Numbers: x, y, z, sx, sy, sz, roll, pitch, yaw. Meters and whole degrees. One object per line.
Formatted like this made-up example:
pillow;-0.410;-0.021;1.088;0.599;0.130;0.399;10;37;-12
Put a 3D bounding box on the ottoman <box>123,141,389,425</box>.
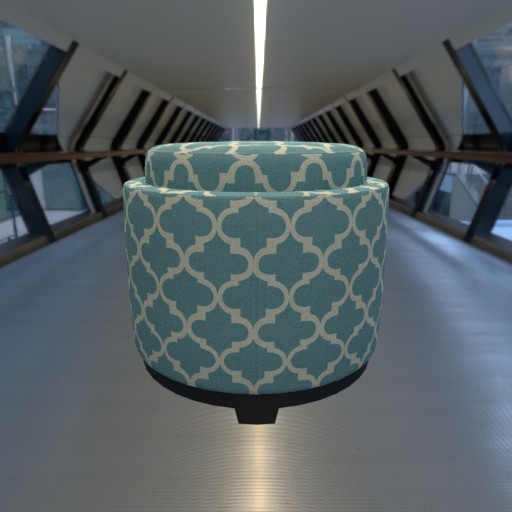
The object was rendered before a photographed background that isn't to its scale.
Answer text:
ottoman;0.000;0.000;0.855;0.480;0.429;0.480;0;15;0
